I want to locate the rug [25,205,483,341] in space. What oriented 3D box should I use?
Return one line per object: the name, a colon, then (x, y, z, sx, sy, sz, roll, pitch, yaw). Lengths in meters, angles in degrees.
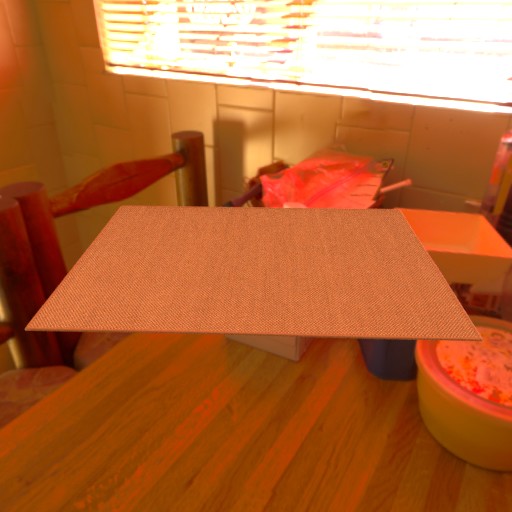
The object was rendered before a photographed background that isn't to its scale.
rug: (0.000, 0.000, 2.719, 2.134, 0.013, 1.524, 1, 29, 2)
